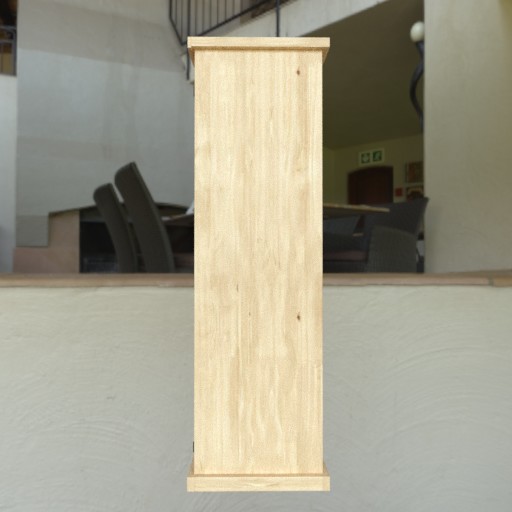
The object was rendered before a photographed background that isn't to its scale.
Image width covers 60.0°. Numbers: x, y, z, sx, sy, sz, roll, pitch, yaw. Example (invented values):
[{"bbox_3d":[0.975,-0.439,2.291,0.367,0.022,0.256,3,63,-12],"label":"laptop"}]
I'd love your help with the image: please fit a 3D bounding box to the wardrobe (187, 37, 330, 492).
[{"bbox_3d":[0.000,0.000,2.502,0.570,1.870,1.500,0,-1,-1],"label":"wardrobe"}]
